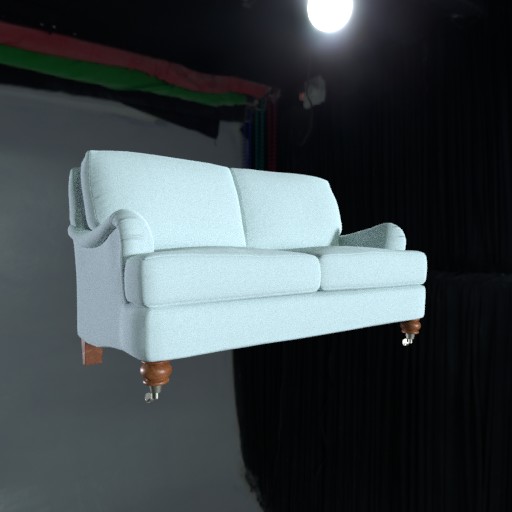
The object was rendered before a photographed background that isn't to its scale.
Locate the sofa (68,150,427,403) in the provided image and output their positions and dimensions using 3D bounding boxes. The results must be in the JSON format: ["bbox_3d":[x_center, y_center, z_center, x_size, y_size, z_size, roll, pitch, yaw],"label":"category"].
[{"bbox_3d":[0.000,0.000,2.523,1.853,1.101,1.084,-1,1,-37],"label":"sofa"}]
